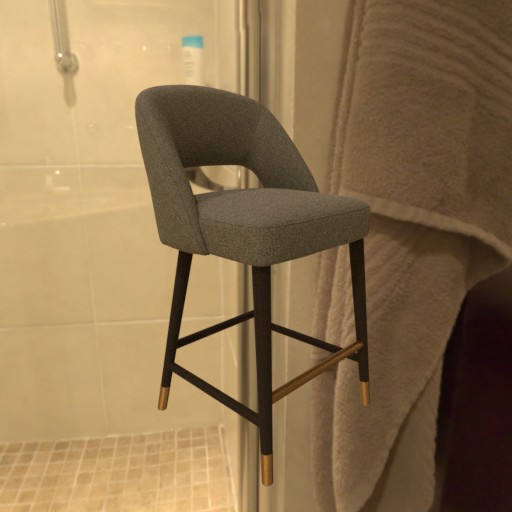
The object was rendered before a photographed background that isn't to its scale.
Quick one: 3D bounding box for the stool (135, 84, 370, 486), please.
[{"bbox_3d":[0.000,0.000,1.235,0.524,0.925,0.536,14,21,42],"label":"stool"}]
